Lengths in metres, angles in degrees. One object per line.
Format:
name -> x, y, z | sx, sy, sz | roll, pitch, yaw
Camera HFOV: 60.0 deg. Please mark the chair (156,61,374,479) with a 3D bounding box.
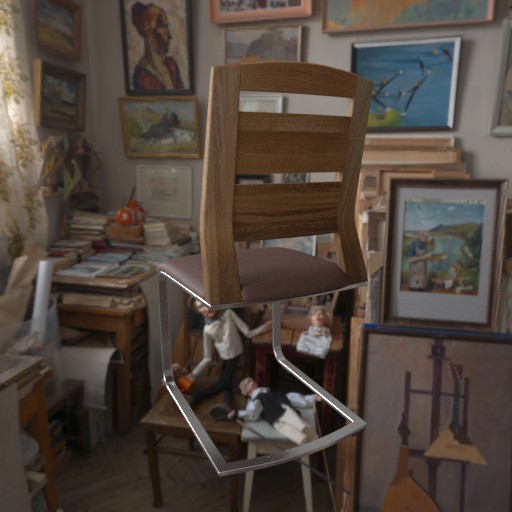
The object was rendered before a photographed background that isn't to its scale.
chair -> 0.000, 0.000, 1.290 | 0.460, 0.970, 0.570 | -6, 14, -26
